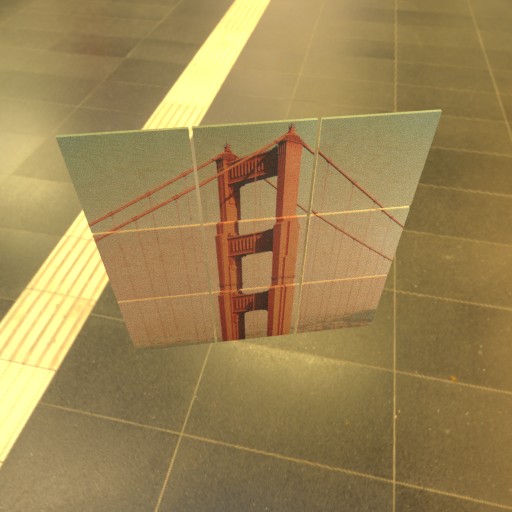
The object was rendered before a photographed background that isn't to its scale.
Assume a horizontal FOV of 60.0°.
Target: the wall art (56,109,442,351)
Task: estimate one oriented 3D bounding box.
[{"bbox_3d":[0.000,0.000,1.831,1.214,1.219,0.013,-5,47,-5],"label":"wall art"}]
